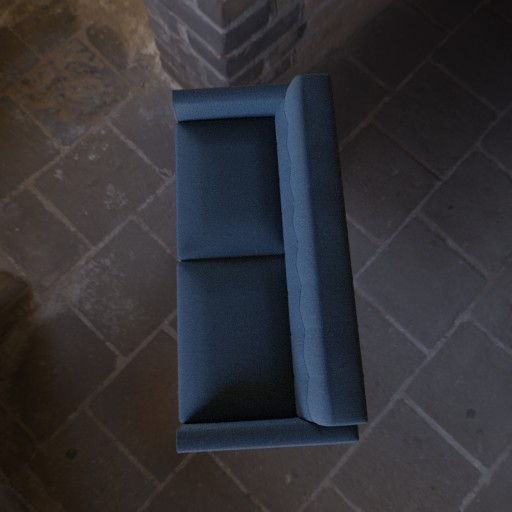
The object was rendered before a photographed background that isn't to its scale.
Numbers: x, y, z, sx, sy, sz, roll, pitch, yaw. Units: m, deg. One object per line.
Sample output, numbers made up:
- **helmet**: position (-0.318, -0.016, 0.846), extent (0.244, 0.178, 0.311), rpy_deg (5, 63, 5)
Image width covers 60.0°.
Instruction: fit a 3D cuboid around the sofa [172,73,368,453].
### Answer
- **sofa**: position (0.000, 0.000, 2.596), extent (0.942, 0.884, 2.055), rpy_deg (-3, 77, -1)
